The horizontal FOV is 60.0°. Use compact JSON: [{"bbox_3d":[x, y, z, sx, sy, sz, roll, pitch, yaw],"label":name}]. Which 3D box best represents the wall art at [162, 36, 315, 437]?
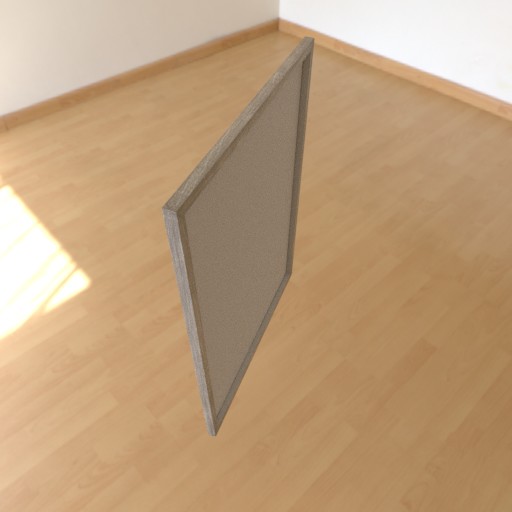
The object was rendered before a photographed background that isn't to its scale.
[{"bbox_3d":[0.000,0.000,1.371,0.035,1.022,0.781,17,50,15],"label":"wall art"}]
